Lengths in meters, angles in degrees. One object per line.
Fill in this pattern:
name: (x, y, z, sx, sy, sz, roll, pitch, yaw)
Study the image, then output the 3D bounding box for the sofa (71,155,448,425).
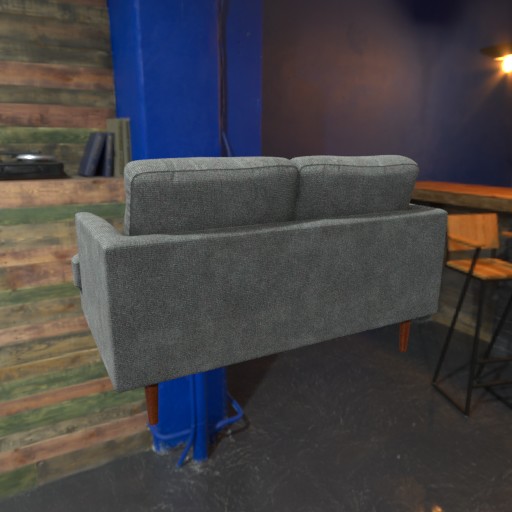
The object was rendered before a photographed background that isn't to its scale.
sofa: (0.000, 0.000, 2.135, 1.582, 0.956, 0.903, -8, 16, -27)
